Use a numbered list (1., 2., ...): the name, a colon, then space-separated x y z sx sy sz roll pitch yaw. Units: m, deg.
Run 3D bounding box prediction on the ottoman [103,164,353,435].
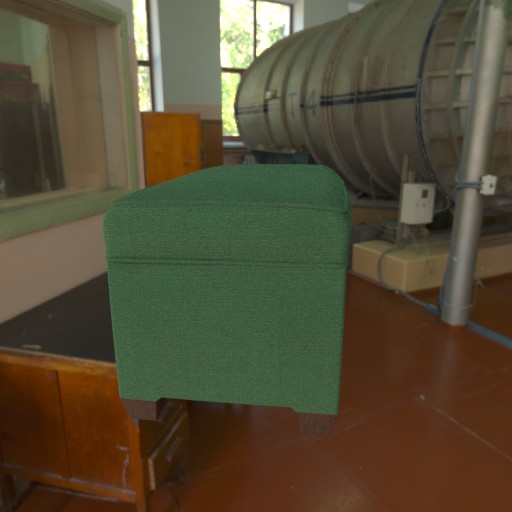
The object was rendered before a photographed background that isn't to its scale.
1. ottoman: 0.000 0.000 1.254 0.483 0.471 0.957 2 16 7
